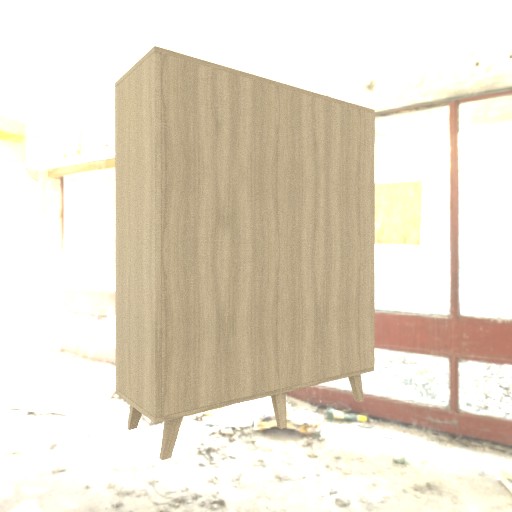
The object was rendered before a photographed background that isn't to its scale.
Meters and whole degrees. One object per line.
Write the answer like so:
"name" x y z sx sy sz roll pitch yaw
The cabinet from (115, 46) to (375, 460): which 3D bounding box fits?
"cabinet" 0.000 0.000 1.944 1.111 1.388 0.398 0 1 -36
